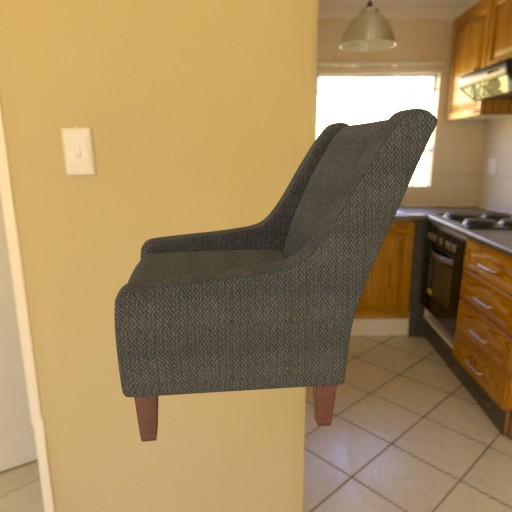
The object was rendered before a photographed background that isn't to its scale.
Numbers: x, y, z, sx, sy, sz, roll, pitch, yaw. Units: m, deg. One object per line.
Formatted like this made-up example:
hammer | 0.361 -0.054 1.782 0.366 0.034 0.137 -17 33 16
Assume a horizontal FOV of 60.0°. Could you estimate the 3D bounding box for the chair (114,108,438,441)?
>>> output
chair | 0.000 0.000 1.675 0.944 1.012 0.793 -2 14 -8
